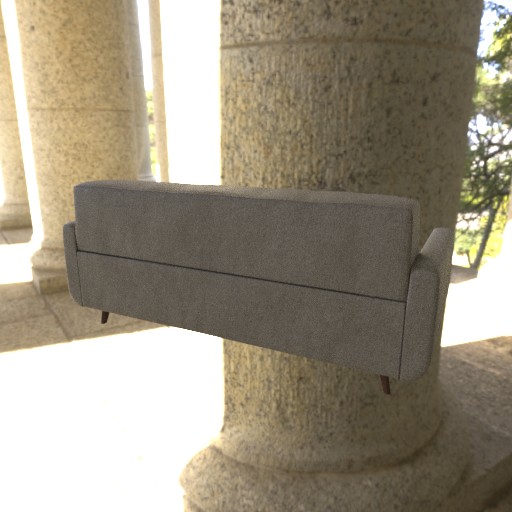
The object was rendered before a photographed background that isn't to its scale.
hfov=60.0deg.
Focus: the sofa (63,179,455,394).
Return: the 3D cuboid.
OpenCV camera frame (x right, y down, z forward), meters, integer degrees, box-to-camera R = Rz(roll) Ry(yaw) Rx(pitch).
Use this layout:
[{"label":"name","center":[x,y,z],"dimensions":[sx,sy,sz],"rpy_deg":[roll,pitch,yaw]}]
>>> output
[{"label":"sofa","center":[0.000,0.000,2.578],"dimensions":[2.055,0.873,0.968],"rpy_deg":[7,17,26]}]
